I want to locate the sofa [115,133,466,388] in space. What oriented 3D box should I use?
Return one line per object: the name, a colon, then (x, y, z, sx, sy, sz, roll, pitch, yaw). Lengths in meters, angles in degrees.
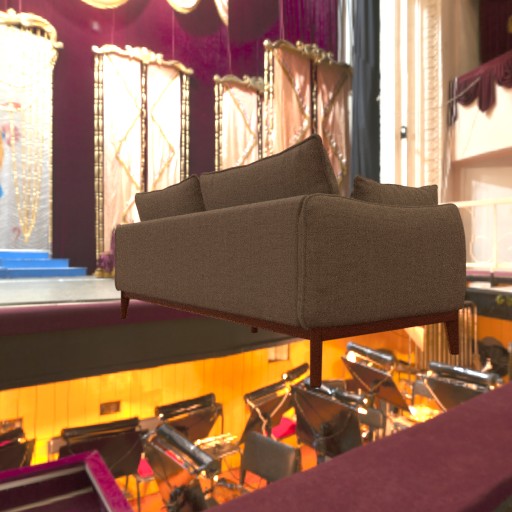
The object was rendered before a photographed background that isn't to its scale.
sofa: (0.000, 0.000, 2.452, 0.972, 0.851, 1.989, 0, 0, -35)
